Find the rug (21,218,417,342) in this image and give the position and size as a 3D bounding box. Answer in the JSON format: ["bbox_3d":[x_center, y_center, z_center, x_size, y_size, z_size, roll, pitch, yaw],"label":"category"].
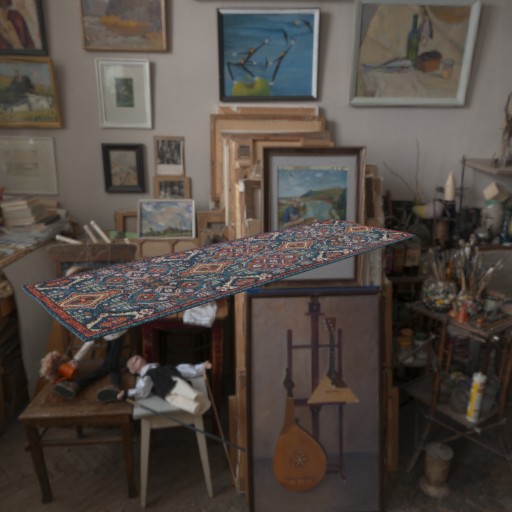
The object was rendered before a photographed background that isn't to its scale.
[{"bbox_3d":[0.000,0.000,2.714,2.459,0.010,0.801,-15,22,-40],"label":"rug"}]
